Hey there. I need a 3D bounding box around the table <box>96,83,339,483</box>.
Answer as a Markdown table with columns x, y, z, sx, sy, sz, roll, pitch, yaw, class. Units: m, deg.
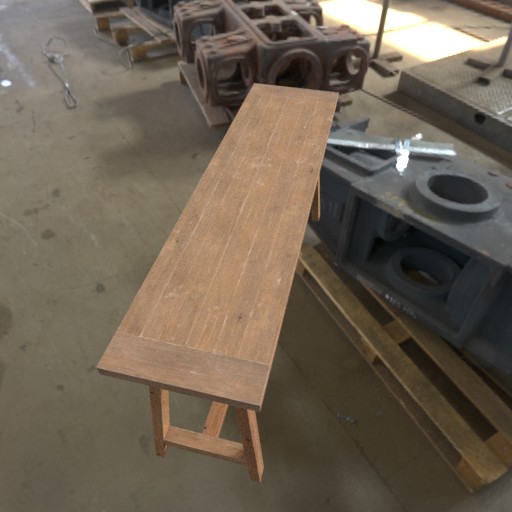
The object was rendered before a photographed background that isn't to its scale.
| x | y | z | sx | sy | sz | roll | pitch | yaw | class |
| --- | --- | --- | --- | --- | --- | --- | --- | --- | --- |
| 0.000 | 0.000 | 2.081 | 0.465 | 0.810 | 1.800 | 10 | 47 | 10 | table |
